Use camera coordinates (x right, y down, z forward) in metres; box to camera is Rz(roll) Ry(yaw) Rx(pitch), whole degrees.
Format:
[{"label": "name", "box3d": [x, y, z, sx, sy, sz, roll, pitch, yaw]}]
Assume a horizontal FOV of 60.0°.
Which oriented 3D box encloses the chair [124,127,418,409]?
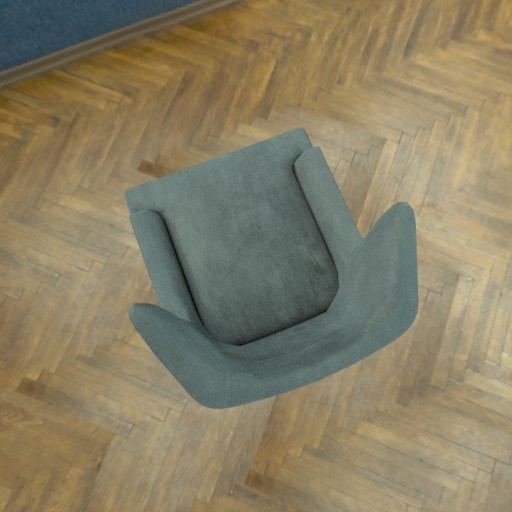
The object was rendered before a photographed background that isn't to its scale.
[{"label": "chair", "box3d": [0.000, 0.000, 1.610, 0.784, 0.950, 0.906, -21, 78, -5]}]
